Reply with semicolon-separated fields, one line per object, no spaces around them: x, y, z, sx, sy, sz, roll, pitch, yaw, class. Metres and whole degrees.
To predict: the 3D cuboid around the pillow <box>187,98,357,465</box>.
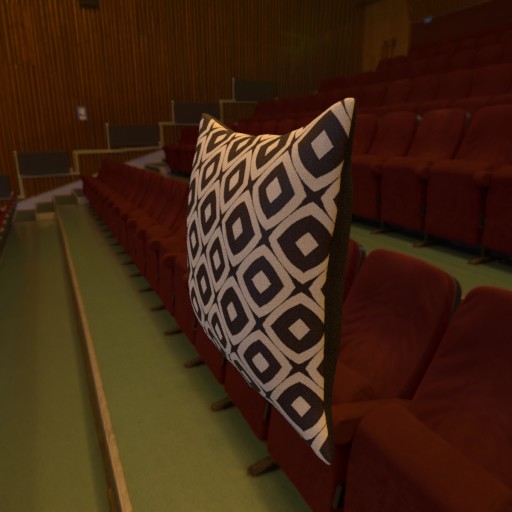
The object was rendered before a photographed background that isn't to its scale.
0.000;0.000;0.777;0.188;0.494;0.504;-8;18;-25;pillow
